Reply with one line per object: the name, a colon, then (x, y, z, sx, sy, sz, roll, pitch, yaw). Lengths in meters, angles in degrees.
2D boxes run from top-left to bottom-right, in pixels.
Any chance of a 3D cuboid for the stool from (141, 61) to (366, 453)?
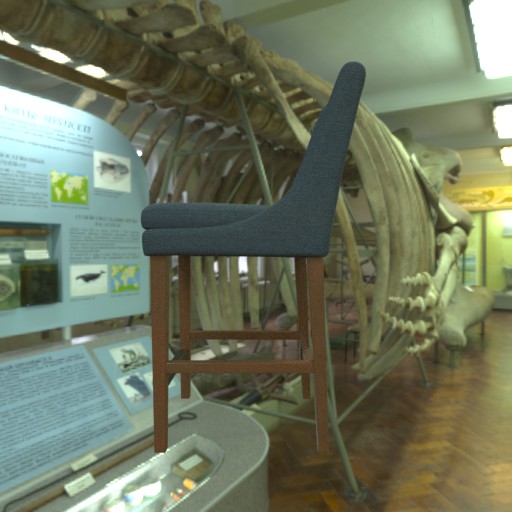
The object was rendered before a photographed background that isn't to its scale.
stool: (0.000, 0.000, 1.310, 0.577, 0.981, 0.470, 0, 2, 0)
